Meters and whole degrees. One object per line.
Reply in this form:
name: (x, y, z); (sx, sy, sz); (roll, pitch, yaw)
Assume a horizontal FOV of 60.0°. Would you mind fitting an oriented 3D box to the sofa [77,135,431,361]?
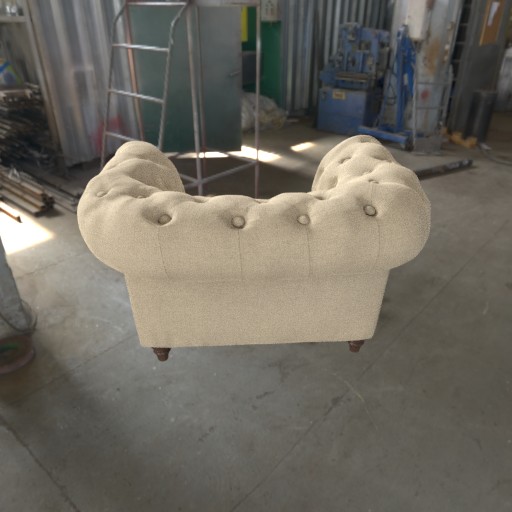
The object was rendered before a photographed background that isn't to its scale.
sofa: (0.000, 0.000, 2.032); (1.405, 0.878, 1.034); (-2, 29, -3)
